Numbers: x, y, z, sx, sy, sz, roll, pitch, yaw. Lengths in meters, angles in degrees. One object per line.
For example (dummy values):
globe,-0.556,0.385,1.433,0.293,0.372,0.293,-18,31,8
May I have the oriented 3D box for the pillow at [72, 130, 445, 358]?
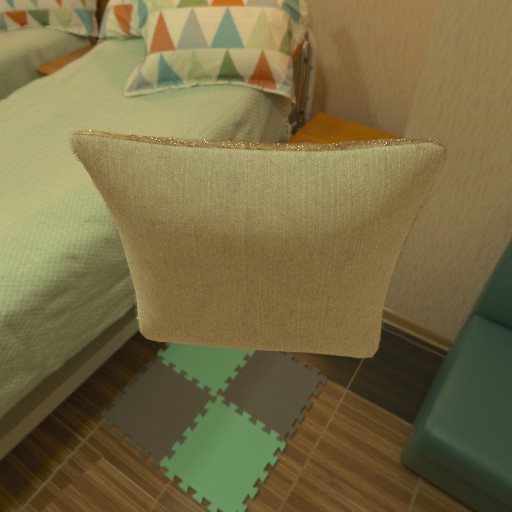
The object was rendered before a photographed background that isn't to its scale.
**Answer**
pillow,0.000,0.000,0.814,0.538,0.525,0.216,3,45,3
